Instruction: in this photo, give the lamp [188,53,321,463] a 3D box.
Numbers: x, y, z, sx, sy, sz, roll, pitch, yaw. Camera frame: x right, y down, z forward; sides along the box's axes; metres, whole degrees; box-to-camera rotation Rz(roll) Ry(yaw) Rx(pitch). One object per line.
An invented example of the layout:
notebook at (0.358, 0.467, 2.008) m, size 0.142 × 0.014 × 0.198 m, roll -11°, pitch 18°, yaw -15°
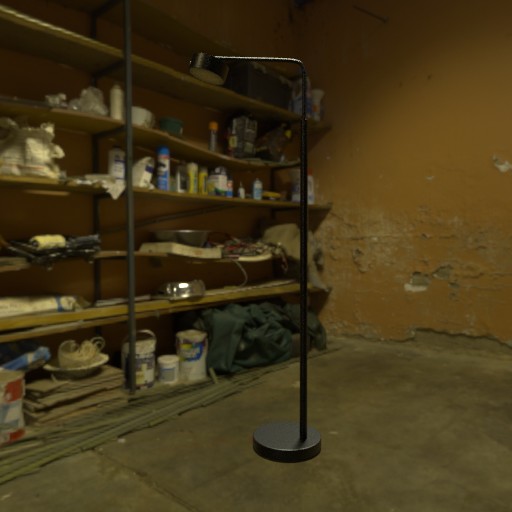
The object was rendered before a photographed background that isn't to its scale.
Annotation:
lamp at (0.000, 0.000, 1.412) m, size 0.418 × 1.230 × 0.219 m, roll 0°, pitch 1°, yaw -2°
